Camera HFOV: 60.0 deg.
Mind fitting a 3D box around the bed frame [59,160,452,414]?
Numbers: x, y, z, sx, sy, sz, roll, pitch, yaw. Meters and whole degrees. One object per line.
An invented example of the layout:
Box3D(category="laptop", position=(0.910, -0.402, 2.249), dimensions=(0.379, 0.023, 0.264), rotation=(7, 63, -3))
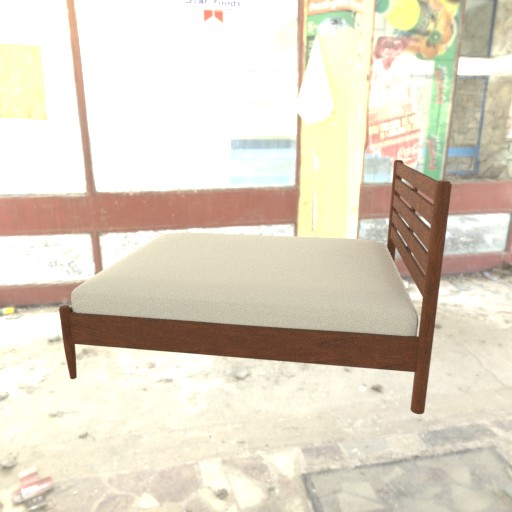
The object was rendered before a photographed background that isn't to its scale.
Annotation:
Box3D(category="bed frame", position=(0.000, 0.000, 3.307), dimensions=(2.234, 1.321, 1.655), rotation=(3, 16, 9))
